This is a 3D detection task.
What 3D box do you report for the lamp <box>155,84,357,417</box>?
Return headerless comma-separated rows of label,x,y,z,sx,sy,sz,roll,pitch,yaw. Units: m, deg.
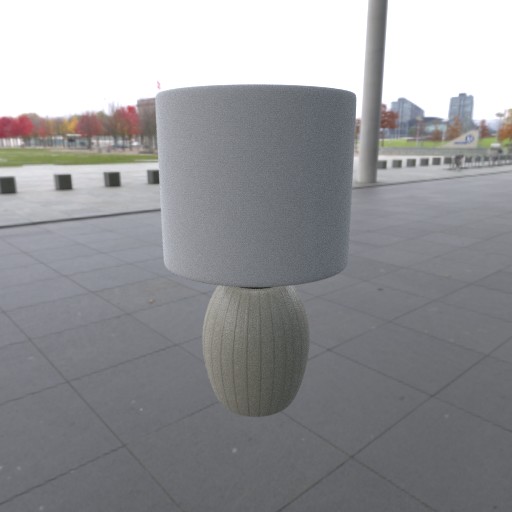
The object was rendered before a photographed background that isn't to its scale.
lamp,0.000,0.000,0.806,0.329,0.570,0.329,-7,16,-26
